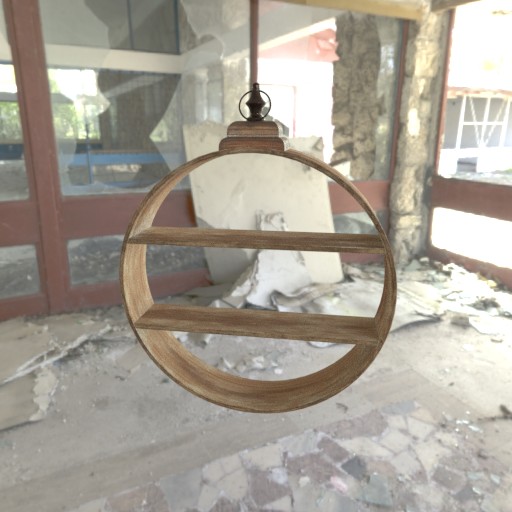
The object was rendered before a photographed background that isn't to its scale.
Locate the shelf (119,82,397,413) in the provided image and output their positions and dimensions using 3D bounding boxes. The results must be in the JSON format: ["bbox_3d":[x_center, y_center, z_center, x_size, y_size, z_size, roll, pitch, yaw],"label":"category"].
[{"bbox_3d":[0.000,0.000,0.991,0.601,0.725,0.125,3,16,9],"label":"shelf"}]
